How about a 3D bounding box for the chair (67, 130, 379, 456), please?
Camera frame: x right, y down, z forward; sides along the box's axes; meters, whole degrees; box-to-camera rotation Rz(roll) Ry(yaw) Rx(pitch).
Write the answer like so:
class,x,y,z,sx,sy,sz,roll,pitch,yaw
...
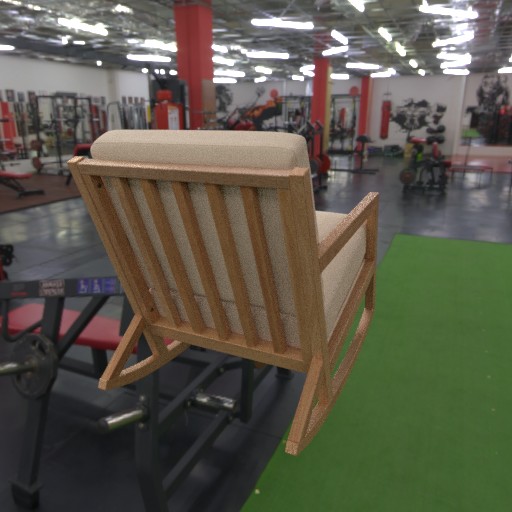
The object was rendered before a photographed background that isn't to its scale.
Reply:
class,x,y,z,sx,sy,sz,roll,pitch,yaw
chair,0.000,0.000,1.423,0.622,0.790,0.857,8,19,25
